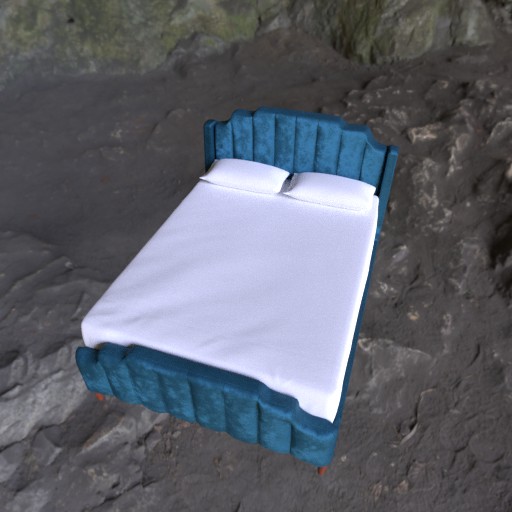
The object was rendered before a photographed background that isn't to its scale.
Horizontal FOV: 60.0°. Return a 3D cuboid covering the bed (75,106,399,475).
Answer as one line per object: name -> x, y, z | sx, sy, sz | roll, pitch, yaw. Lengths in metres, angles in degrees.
bed -> 0.000, 0.000, 3.264 | 1.678, 1.338, 2.322 | 12, 42, 14
